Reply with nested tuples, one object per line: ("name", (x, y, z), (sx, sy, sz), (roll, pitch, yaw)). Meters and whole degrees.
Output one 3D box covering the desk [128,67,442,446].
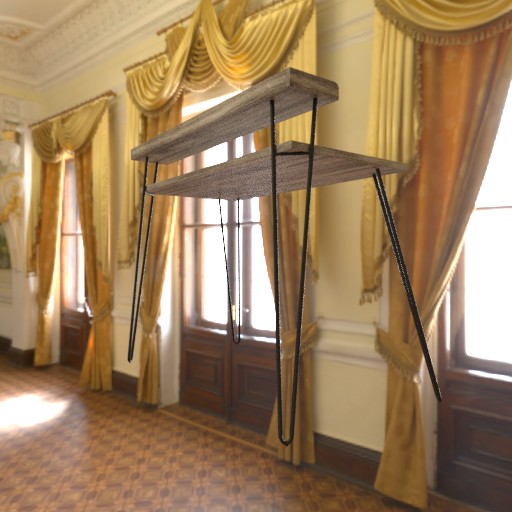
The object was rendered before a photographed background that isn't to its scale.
("desk", (0.000, 0.000, 1.633), (0.605, 0.899, 1.135), (0, 0, -37))
